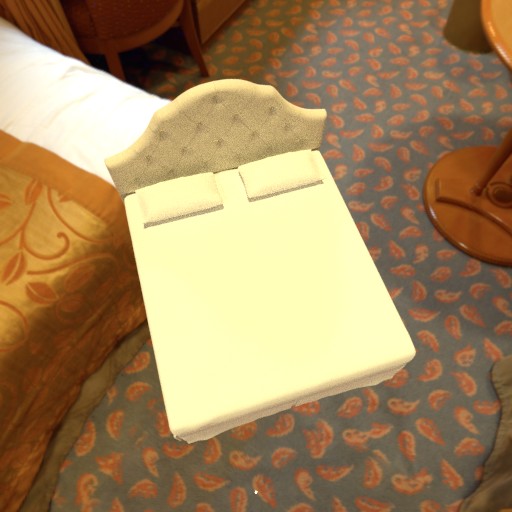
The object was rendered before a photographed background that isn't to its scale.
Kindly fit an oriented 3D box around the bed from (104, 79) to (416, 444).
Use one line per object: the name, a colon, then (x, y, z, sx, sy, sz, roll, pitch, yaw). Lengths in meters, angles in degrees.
bed: (0.000, 0.000, 3.531, 2.008, 1.615, 2.214, -15, 63, -8)
